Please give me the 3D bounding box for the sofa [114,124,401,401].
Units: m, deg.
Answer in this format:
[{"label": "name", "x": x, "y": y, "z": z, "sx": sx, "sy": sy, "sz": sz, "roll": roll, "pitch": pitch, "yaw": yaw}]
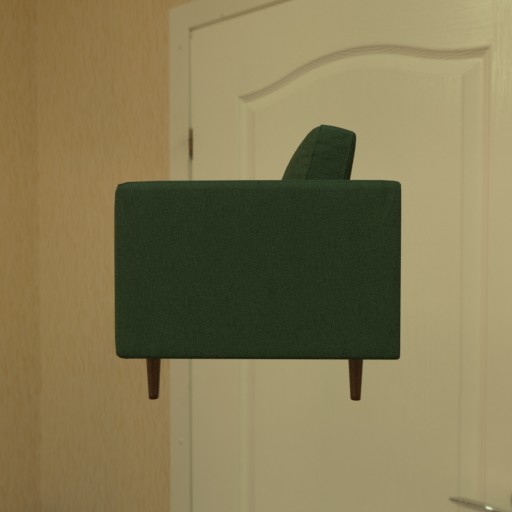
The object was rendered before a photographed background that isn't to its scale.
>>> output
[{"label": "sofa", "x": 0.000, "y": 0.000, "z": 2.020, "sx": 0.879, "sy": 0.899, "sz": 1.430, "roll": 0, "pitch": 1, "yaw": 1}]
